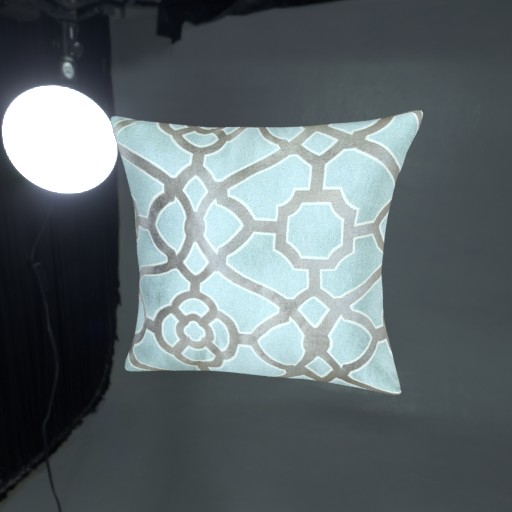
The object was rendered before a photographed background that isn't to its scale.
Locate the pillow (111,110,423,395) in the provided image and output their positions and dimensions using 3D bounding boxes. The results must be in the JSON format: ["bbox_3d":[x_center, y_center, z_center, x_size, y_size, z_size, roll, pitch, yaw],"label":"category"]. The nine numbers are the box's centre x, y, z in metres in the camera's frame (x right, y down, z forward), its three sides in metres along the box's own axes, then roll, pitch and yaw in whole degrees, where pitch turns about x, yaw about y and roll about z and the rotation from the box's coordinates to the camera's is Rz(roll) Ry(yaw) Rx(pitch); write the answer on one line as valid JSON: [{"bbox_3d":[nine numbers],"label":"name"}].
[{"bbox_3d":[0.000,0.000,0.824,0.552,0.508,0.166,2,13,10],"label":"pillow"}]
